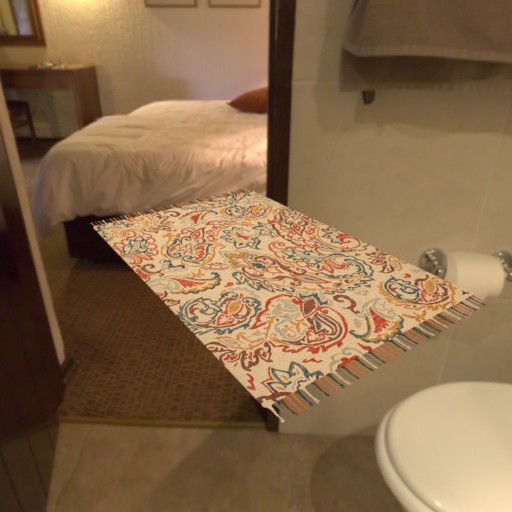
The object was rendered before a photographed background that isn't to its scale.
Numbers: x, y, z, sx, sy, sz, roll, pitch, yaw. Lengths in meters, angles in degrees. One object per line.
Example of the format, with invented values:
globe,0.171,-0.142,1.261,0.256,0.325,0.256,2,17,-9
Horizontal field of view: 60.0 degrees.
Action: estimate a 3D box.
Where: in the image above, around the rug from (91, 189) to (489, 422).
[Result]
rug,0.000,0.000,2.433,1.218,0.010,1.997,-18,32,-31
